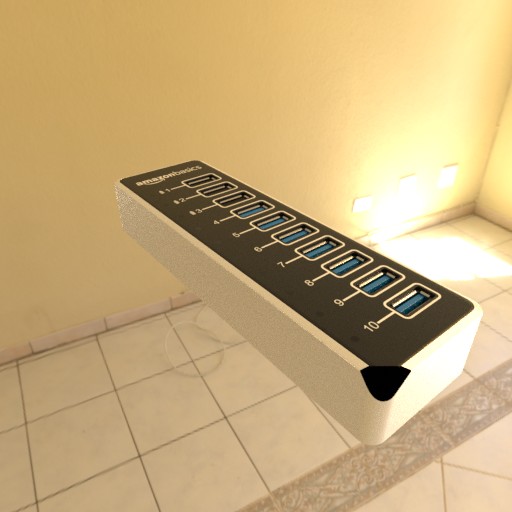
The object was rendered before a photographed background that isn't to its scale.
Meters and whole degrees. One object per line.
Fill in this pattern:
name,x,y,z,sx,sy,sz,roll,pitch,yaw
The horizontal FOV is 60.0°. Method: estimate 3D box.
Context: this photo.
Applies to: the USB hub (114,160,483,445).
USB hub,0.000,0.000,0.160,0.044,0.023,0.145,-23,39,-32
